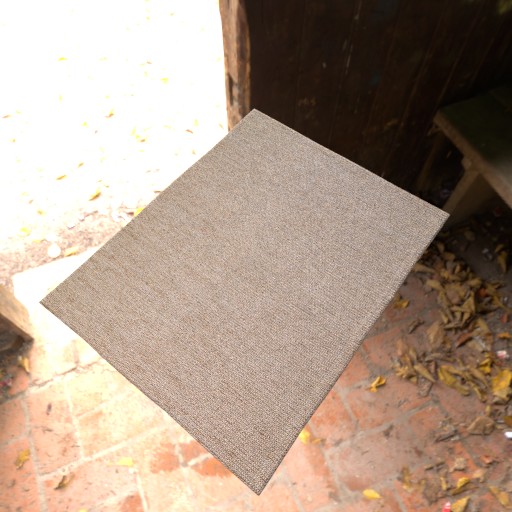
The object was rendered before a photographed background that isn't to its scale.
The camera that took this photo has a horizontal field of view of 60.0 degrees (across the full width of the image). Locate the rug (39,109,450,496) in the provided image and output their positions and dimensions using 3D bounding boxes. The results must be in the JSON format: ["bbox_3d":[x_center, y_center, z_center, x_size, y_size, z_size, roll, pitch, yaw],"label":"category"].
[{"bbox_3d":[0.000,0.000,4.061,2.406,0.012,3.034,34,65,18],"label":"rug"}]
